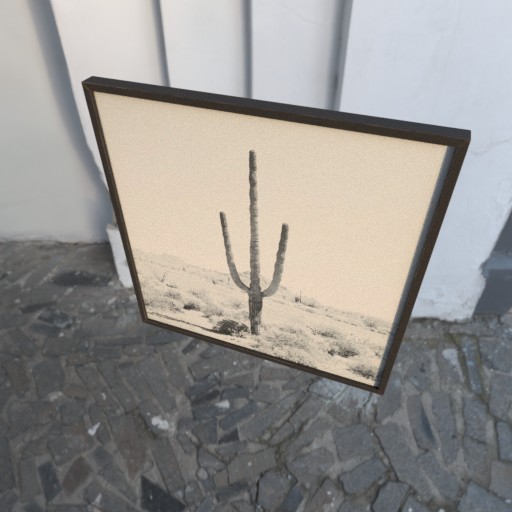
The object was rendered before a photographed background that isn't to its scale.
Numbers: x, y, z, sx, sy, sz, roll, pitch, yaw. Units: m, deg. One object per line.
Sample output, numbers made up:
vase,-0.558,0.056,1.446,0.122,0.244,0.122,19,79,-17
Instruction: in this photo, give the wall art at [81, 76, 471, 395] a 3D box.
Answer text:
wall art,0.000,0.000,1.086,0.762,0.762,0.038,14,43,15
